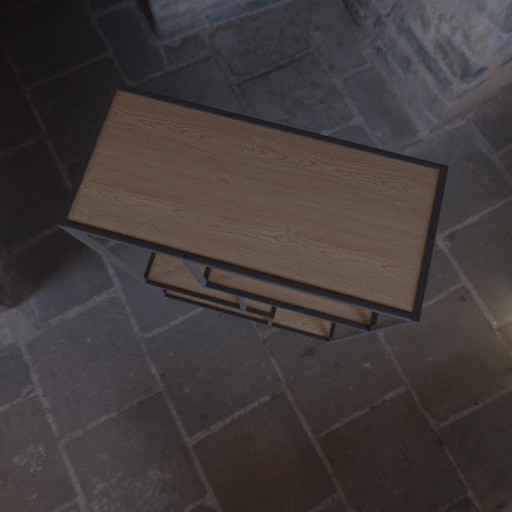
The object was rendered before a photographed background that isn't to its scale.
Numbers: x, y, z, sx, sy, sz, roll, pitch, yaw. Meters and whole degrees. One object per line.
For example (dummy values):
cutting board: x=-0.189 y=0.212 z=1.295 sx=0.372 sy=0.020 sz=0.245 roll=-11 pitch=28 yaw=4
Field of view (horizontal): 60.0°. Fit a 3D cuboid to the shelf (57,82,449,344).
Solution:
shelf: x=0.000 y=0.000 z=1.497 sx=0.770 sy=1.138 sz=0.350 roll=15 pitch=77 yaw=3
